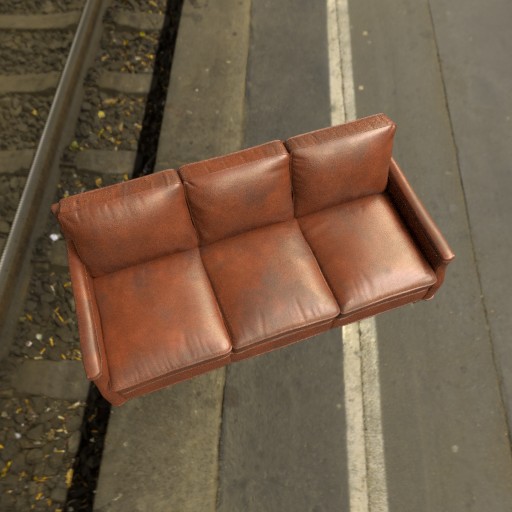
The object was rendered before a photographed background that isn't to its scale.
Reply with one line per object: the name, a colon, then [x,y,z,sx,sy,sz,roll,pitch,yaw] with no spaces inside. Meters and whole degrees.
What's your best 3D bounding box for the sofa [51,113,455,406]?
sofa: [0.000,0.000,2.808,2.240,1.003,1.084,-17,64,-8]
